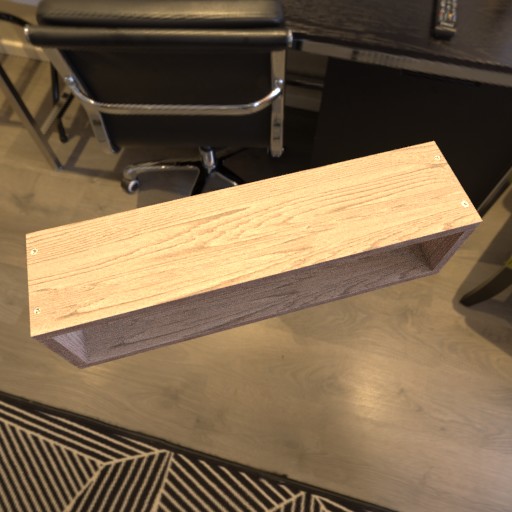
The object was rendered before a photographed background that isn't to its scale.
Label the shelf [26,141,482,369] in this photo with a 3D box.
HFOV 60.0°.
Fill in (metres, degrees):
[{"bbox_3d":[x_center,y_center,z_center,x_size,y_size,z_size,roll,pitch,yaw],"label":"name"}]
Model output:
[{"bbox_3d":[0.000,0.000,0.684,0.610,0.170,0.150,-14,63,-7],"label":"shelf"}]
